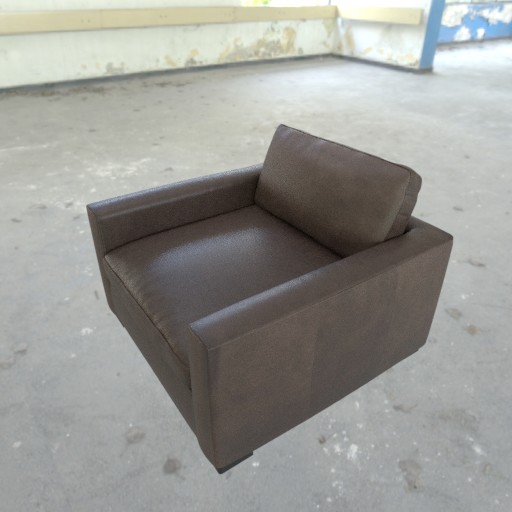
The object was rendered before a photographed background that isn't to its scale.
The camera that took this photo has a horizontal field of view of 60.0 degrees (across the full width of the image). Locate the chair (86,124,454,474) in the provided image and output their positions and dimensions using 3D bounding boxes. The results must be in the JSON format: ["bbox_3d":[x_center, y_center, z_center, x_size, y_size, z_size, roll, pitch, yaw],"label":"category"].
[{"bbox_3d":[0.000,0.000,1.817,1.069,0.812,1.100,-20,37,-29],"label":"chair"}]
